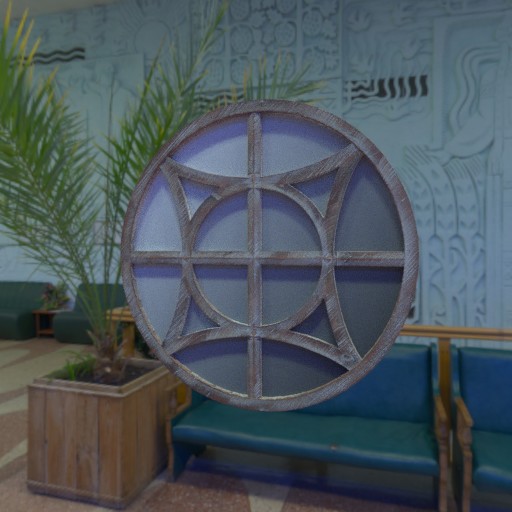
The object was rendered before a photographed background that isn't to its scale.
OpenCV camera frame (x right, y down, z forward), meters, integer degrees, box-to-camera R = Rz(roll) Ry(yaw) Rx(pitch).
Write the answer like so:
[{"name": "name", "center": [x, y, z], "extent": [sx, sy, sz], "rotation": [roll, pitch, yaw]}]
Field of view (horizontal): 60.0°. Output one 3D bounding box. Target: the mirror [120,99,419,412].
[{"name": "mirror", "center": [0.000, 0.000, 1.030], "extent": [0.710, 0.710, 0.038], "rotation": [0, 1, 18]}]
